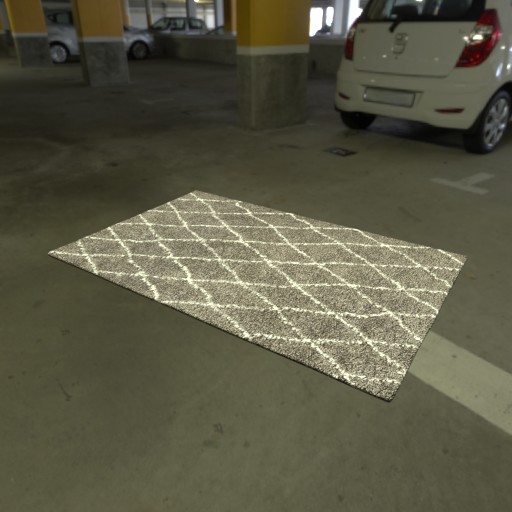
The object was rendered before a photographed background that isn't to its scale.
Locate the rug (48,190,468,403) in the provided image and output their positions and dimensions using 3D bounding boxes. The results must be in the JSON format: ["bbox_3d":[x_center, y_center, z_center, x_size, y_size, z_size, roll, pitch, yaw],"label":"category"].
[{"bbox_3d":[0.000,0.000,3.436,2.743,0.030,1.778,17,32,30],"label":"rug"}]
